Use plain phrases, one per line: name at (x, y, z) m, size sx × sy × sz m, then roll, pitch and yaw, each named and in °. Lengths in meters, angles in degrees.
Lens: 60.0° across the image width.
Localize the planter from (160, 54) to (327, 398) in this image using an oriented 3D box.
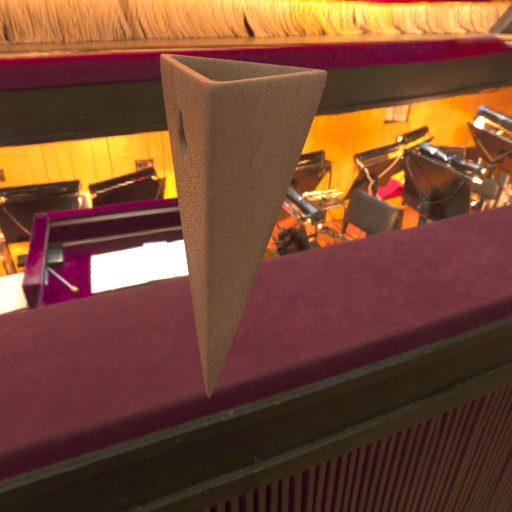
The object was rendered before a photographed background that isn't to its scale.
planter at (0.000, 0.000, 0.277) m, size 0.081 × 0.224 × 0.101 m, roll -11°, pitch 33°, yaw -18°
